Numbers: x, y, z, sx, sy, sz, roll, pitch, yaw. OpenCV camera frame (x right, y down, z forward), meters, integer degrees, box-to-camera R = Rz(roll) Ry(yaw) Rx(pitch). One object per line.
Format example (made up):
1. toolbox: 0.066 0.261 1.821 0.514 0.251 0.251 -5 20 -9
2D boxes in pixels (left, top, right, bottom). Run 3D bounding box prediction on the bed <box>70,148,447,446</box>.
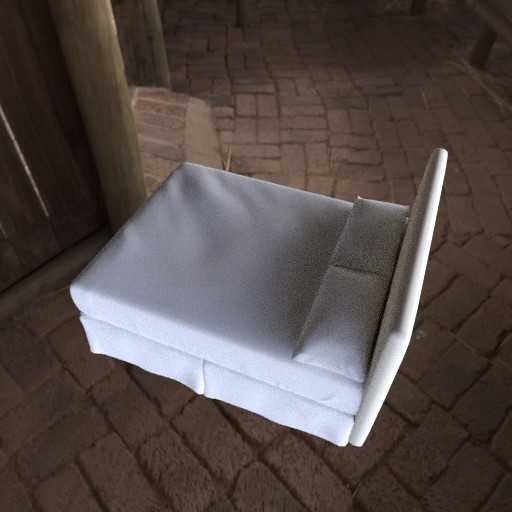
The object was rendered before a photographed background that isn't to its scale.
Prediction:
1. bed: 0.000 0.000 3.194 2.147 1.330 1.714 17 49 15
